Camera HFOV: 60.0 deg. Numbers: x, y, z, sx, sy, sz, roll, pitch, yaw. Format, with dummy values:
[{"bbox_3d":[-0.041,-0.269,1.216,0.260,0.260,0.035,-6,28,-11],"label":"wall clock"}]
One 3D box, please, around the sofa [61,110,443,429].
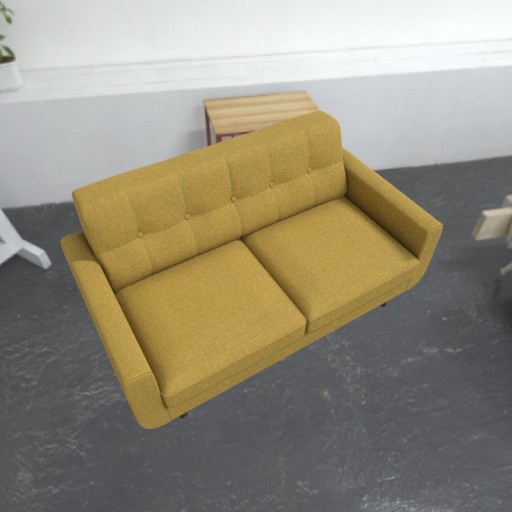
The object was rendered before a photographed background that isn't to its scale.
[{"bbox_3d":[0.000,0.000,2.216,1.631,0.841,0.909,-24,51,-21],"label":"sofa"}]
